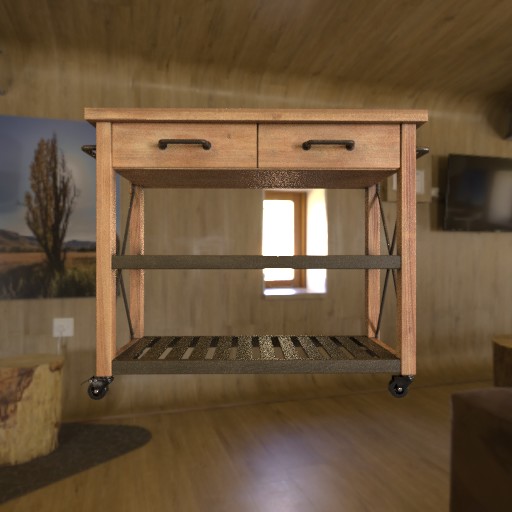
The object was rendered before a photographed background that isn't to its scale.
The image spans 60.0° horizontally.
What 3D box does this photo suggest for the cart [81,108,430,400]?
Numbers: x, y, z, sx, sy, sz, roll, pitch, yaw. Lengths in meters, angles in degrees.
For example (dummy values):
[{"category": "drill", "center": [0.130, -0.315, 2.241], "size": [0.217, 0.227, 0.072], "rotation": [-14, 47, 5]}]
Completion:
[{"category": "cart", "center": [0.000, 0.000, 0.969], "size": [0.686, 0.554, 0.298], "rotation": [0, 0, -1]}]
